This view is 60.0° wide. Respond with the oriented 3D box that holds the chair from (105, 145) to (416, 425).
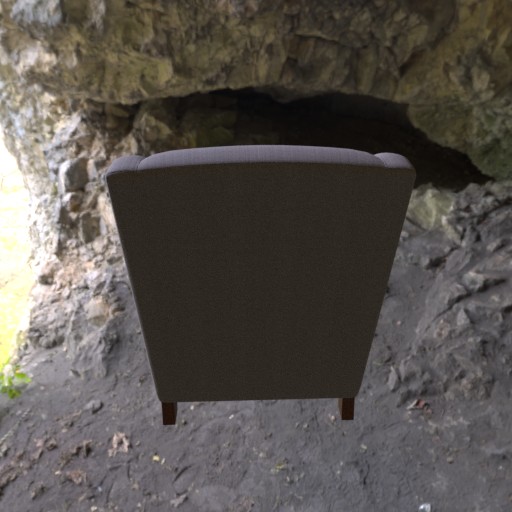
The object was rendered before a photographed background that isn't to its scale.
[{"bbox_3d":[0.000,0.000,1.607,0.715,1.017,0.890,-1,30,-2],"label":"chair"}]
